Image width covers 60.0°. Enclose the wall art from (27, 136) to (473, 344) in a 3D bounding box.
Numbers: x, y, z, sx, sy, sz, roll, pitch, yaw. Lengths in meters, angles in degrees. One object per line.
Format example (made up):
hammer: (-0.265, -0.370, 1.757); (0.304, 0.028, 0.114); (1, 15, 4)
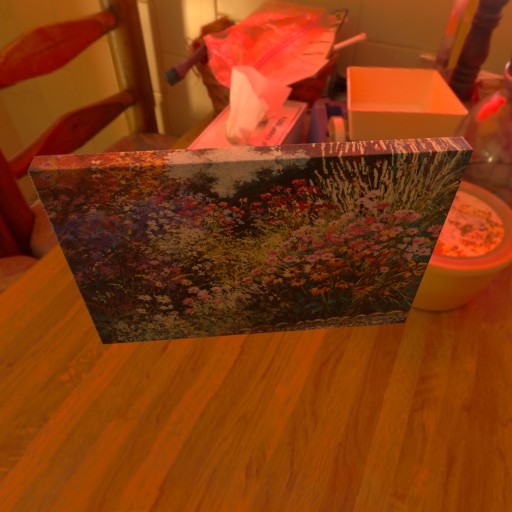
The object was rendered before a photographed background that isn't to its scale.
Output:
wall art: (0.000, 0.000, 0.761); (0.610, 0.406, 0.037); (-3, 45, -3)
